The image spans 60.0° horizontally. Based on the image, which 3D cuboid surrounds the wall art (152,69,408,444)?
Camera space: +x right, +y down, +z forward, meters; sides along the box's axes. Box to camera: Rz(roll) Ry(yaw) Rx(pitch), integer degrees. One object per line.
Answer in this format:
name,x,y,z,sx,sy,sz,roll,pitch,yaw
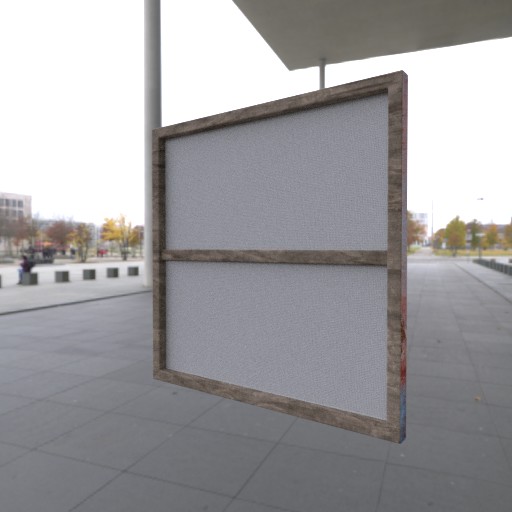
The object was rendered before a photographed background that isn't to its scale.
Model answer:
wall art,0.000,0.000,1.116,0.747,0.747,0.035,1,1,36
